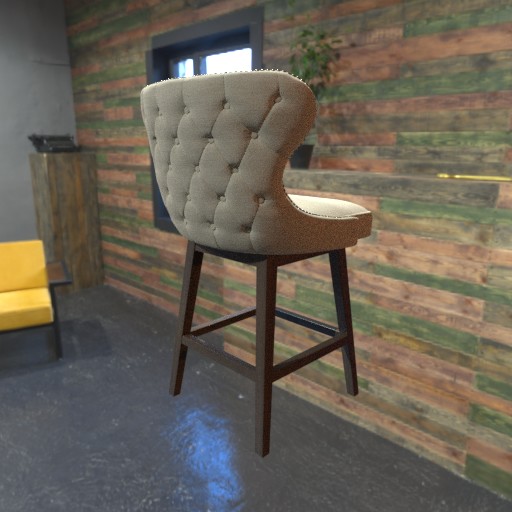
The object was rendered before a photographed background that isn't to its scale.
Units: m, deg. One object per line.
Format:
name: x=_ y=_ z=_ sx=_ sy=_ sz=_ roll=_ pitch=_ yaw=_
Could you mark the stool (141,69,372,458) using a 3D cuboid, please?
stool: x=0.000 y=0.000 z=1.358 sx=0.597 sy=0.972 sz=0.615 roll=-13 pitch=19 yaw=-43
